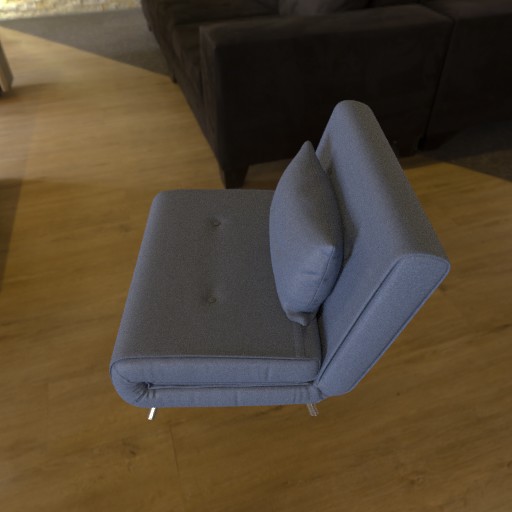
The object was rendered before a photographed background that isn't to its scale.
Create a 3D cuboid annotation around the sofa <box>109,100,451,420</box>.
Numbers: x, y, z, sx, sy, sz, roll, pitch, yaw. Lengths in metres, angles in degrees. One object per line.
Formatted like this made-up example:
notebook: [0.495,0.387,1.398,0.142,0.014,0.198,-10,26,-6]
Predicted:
sofa: [0.000,0.000,1.750,0.996,0.860,0.999,-1,42,-1]
